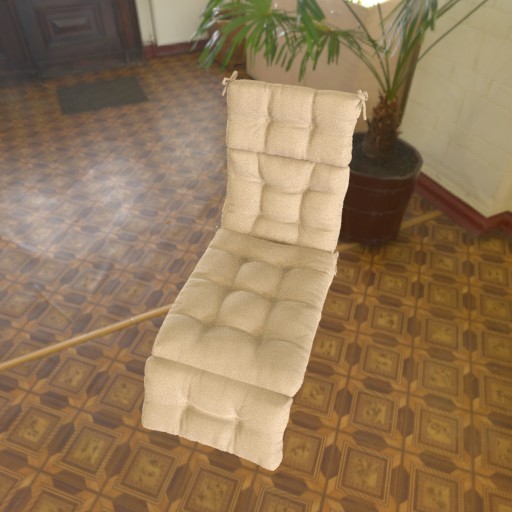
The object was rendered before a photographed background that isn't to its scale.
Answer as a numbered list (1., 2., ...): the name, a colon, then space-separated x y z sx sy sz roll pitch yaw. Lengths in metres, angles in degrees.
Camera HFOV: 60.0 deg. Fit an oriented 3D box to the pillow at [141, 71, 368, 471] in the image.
1. pillow: 0.000 0.000 1.504 0.526 0.863 1.016 13 44 13
